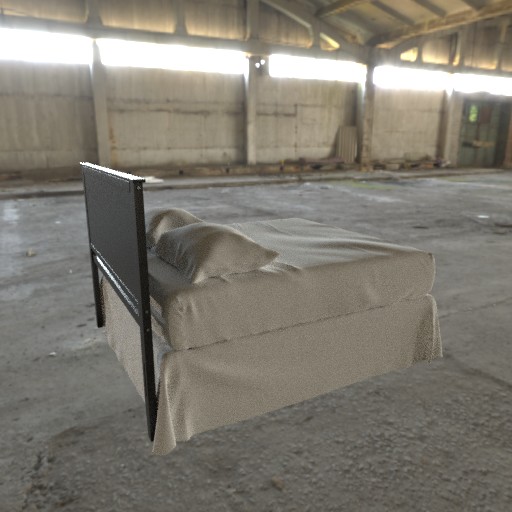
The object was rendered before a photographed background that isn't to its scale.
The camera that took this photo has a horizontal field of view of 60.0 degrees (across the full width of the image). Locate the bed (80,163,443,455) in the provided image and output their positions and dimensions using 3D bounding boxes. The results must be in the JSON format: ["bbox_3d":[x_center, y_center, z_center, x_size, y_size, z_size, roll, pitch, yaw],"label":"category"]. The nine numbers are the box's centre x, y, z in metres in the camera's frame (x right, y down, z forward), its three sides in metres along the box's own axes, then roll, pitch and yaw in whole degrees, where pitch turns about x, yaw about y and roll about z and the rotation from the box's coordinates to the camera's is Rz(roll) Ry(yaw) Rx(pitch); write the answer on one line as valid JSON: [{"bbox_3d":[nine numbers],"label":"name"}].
[{"bbox_3d":[0.000,0.000,3.144,2.050,1.270,1.870,-8,16,-27],"label":"bed"}]
